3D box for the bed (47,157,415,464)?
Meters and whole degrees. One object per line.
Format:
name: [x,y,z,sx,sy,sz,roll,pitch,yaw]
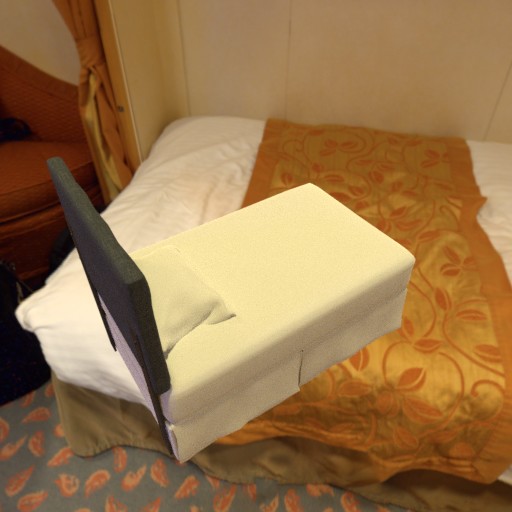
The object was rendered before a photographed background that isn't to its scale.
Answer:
bed: [0.000,0.000,2.962,1.997,1.571,1.261,-25,48,-25]
